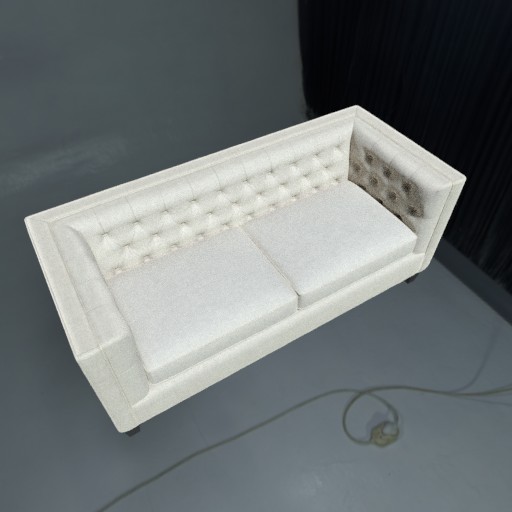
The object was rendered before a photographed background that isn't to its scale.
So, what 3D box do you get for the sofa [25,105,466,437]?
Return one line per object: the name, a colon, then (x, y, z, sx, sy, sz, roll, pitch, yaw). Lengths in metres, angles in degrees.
sofa: (0.000, 0.000, 2.187, 1.778, 0.762, 0.775, -24, 52, -21)
